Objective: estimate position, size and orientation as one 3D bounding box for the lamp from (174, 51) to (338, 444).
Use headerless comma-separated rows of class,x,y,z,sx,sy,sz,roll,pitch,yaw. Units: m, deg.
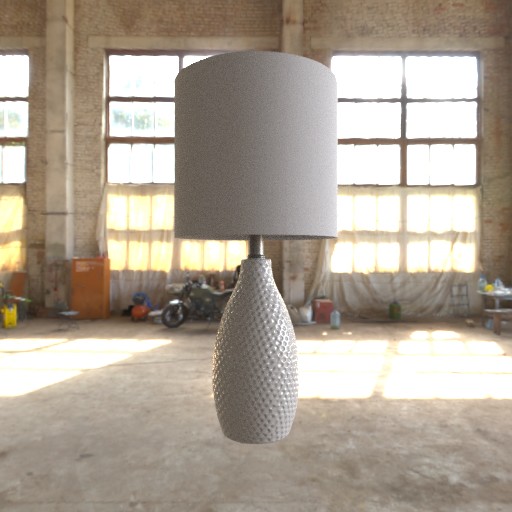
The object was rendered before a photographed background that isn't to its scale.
lamp,0.000,0.000,0.593,0.214,0.466,0.214,0,0,19
